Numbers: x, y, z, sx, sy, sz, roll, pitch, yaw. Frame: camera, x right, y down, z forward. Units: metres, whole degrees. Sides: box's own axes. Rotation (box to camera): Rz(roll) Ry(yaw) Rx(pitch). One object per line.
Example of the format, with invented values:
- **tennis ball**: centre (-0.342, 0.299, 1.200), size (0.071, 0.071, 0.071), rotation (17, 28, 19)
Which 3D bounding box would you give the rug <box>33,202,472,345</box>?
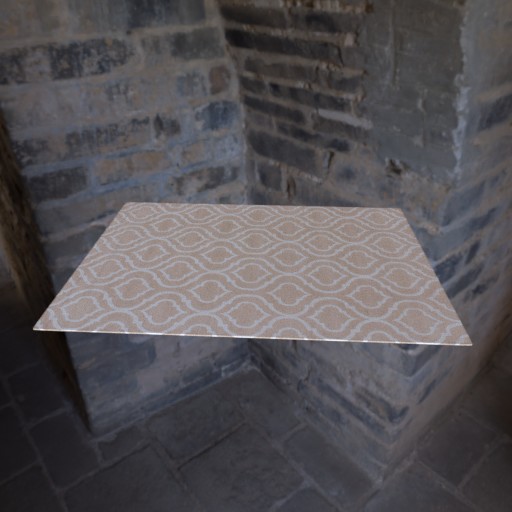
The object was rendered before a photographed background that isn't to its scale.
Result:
- **rug**: centre (0.000, 0.000, 2.792), size (2.134, 0.010, 1.524), rotation (2, 31, 3)
